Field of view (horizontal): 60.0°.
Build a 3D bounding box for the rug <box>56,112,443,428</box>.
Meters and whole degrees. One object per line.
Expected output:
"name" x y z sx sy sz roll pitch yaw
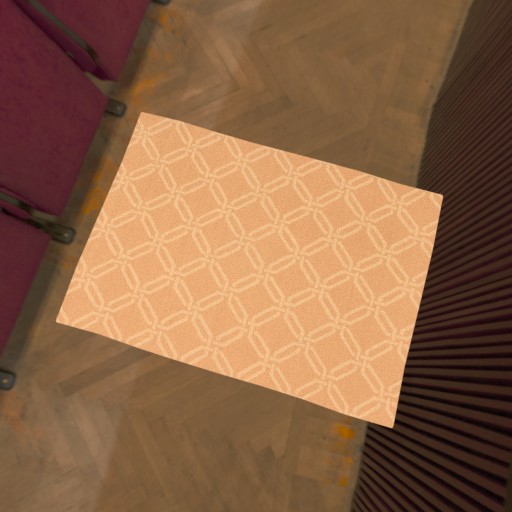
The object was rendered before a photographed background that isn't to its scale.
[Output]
"rug" 0.000 0.000 2.820 2.135 0.013 1.524 16 77 4
